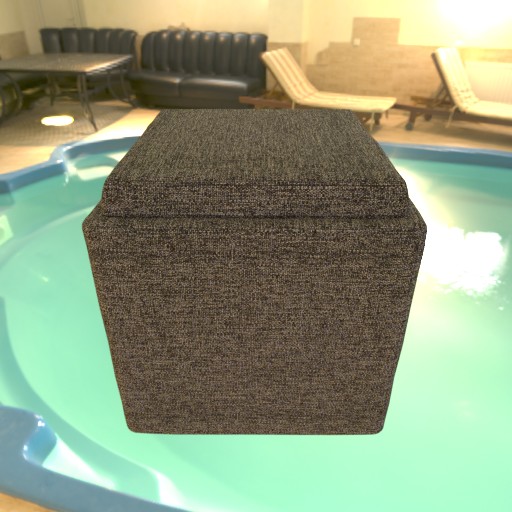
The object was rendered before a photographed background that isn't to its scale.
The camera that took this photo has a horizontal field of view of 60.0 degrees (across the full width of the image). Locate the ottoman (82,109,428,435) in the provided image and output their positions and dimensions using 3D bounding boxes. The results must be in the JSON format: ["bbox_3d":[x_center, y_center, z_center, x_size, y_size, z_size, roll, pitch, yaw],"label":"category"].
[{"bbox_3d":[0.000,0.000,0.827,0.450,0.463,0.450,0,31,0],"label":"ottoman"}]
